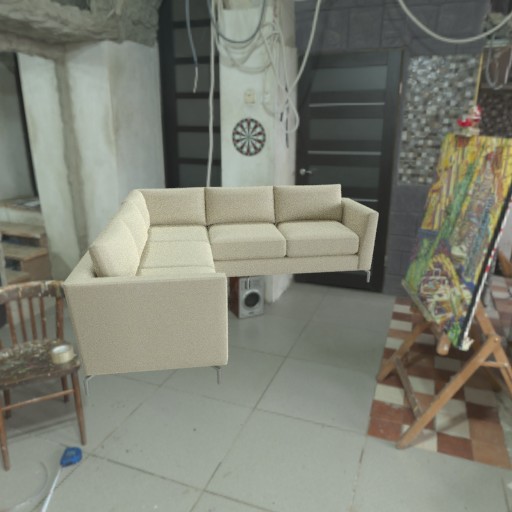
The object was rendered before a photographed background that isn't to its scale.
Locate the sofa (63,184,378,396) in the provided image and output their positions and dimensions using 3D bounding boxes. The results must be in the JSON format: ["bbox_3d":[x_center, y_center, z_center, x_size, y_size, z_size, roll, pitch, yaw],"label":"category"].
[{"bbox_3d":[0.000,0.000,3.695,2.448,0.867,2.430,-3,17,-8],"label":"sofa"}]
